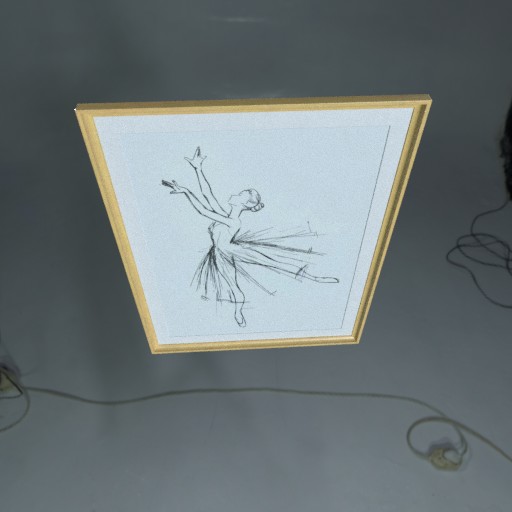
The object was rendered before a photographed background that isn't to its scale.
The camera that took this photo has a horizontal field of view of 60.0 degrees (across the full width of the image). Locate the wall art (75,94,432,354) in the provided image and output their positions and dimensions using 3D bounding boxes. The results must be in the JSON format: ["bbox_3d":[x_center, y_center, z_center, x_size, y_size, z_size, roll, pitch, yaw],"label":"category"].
[{"bbox_3d":[0.000,0.000,1.360,0.798,1.002,0.030,-2,46,-2],"label":"wall art"}]
